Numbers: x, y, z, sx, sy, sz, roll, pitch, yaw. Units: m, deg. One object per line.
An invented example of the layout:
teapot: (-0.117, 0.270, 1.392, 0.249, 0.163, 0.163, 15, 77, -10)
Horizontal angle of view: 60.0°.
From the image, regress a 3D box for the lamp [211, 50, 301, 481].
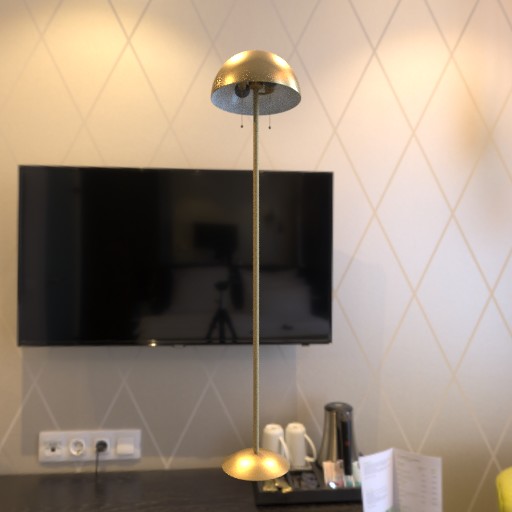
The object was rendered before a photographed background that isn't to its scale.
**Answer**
lamp: (0.000, 0.000, 1.592, 0.328, 1.480, 0.328, 1, -2, -35)
